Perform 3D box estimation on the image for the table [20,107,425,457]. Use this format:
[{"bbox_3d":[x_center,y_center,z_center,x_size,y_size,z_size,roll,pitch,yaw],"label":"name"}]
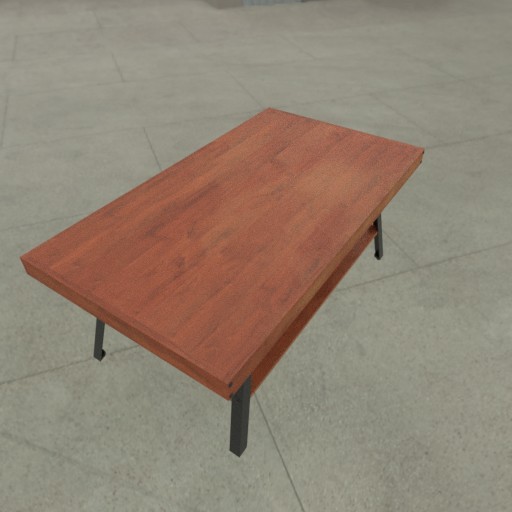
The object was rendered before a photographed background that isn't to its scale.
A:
[{"bbox_3d":[0.000,0.000,1.386,0.610,0.457,1.067,24,46,25],"label":"table"}]
